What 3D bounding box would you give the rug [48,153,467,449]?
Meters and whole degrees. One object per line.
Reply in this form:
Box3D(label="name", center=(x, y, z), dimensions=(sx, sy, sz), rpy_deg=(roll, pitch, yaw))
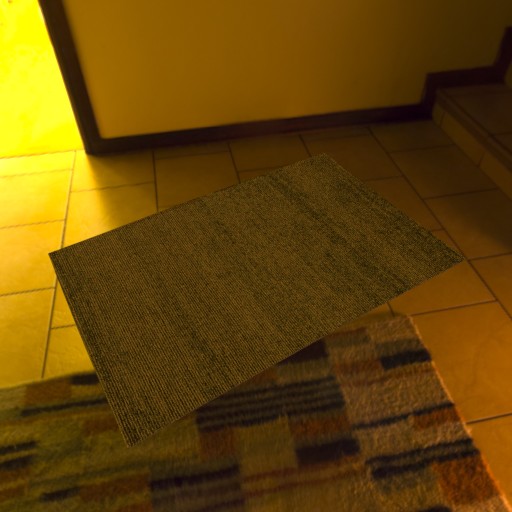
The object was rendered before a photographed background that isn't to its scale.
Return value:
Box3D(label="rug", center=(0.000, 0.000, 2.226), dimensions=(1.777, 0.021, 1.145), rpy_deg=(-24, 50, -22))
